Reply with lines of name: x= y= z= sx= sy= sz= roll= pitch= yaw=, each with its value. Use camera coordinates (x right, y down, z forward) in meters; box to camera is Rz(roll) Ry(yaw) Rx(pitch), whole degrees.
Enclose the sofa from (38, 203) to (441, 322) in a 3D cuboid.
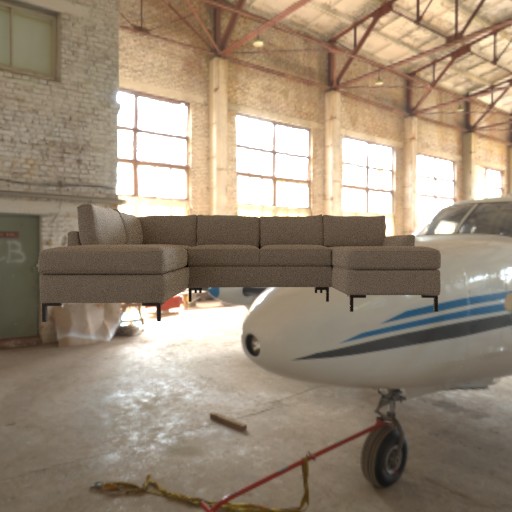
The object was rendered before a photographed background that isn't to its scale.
sofa: x=0.000 y=0.000 z=3.963 sx=2.984 sy=0.862 sz=1.989 roll=0 pitch=1 yaw=0
